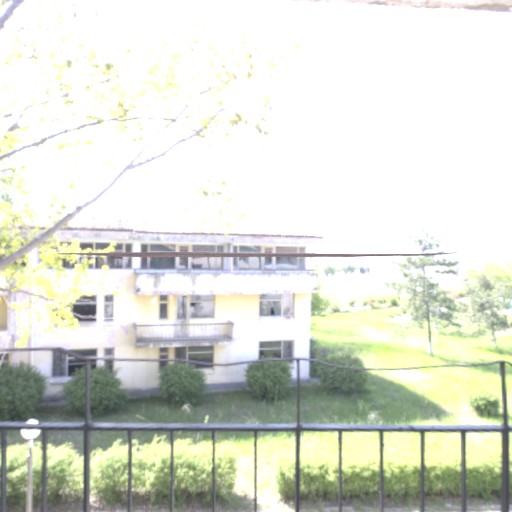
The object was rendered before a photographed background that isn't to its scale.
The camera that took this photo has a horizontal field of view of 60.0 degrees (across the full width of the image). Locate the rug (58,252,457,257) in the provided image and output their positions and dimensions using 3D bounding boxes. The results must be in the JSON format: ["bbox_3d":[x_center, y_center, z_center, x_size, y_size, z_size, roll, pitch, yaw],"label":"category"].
[{"bbox_3d":[0.000,0.000,4.002,2.263,0.022,3.029,0,-1,-1],"label":"rug"}]
